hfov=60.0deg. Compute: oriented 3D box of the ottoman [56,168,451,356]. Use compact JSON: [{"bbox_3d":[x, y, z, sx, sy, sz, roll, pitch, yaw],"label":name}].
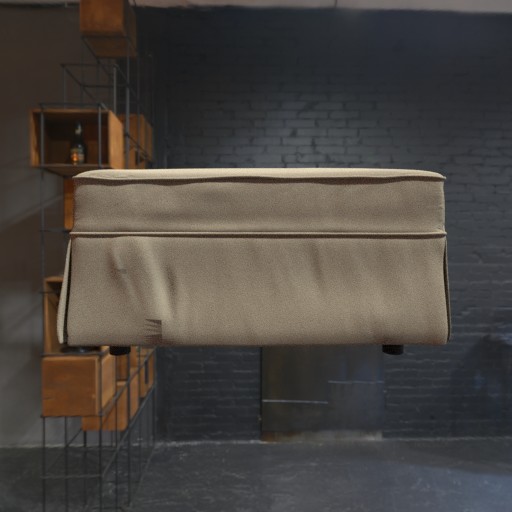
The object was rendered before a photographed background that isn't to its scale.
[{"bbox_3d":[0.000,0.000,1.366,0.959,0.482,0.721,0,1,-1],"label":"ottoman"}]
